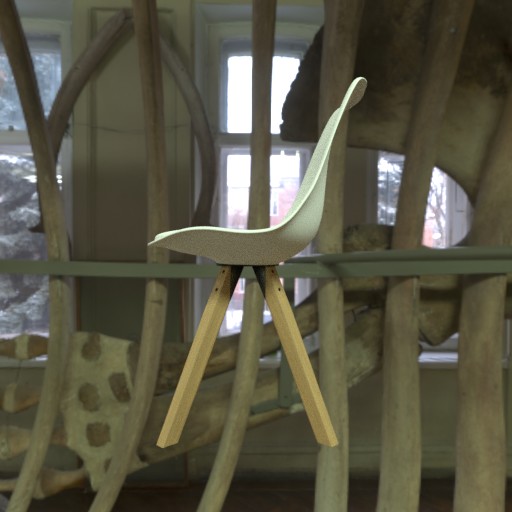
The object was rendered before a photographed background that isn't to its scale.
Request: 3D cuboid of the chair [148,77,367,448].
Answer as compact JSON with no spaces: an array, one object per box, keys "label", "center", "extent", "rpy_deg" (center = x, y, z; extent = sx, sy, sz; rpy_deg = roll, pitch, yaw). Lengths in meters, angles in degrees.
[{"label":"chair","center":[0.000,0.000,1.163],"extent":[0.550,0.849,0.485],"rpy_deg":[0,1,-1]}]
